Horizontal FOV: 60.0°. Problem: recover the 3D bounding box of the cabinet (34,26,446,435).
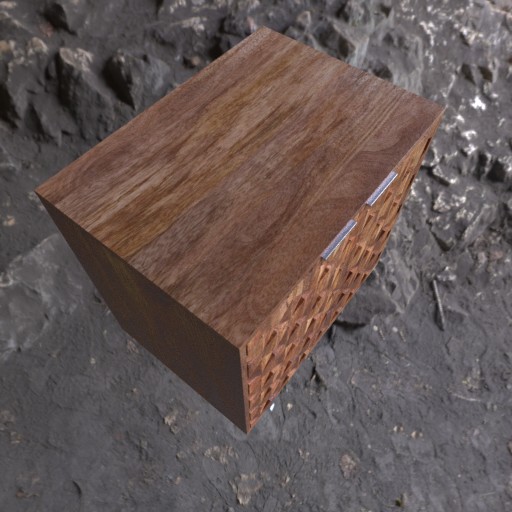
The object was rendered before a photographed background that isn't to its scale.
[{"bbox_3d":[0.000,0.000,1.146,0.473,0.758,0.647,34,64,20],"label":"cabinet"}]
